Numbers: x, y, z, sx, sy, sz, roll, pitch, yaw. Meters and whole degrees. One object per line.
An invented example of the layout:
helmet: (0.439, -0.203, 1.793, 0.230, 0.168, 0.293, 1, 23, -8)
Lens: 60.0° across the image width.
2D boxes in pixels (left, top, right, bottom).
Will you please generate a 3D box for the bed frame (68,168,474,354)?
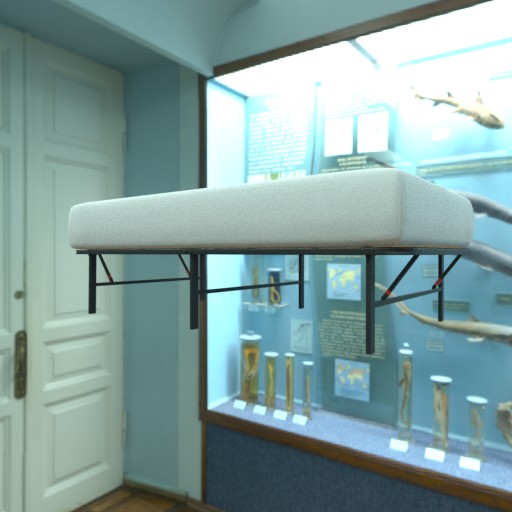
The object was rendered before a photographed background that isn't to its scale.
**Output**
bed frame: (0.000, 0.000, 2.313, 1.908, 0.640, 1.025, 0, 0, 37)
